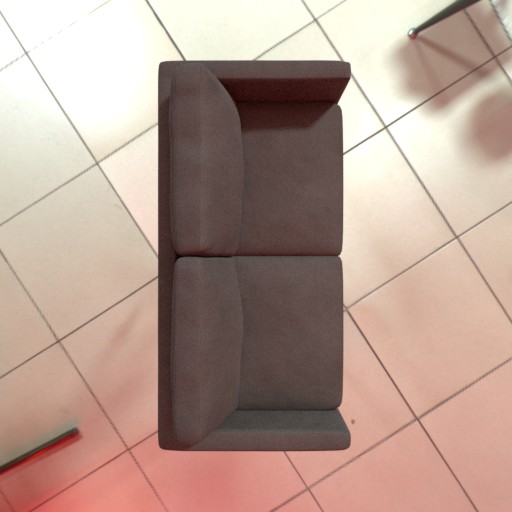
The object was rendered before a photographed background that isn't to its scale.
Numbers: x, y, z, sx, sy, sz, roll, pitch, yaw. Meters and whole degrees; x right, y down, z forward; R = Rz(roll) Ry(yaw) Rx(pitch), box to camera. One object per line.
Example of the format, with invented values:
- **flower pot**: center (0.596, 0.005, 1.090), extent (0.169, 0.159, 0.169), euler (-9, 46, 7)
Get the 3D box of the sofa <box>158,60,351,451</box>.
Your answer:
- **sofa**: center (0.000, 0.000, 2.379), extent (0.950, 0.963, 1.884), euler (0, 90, 0)
